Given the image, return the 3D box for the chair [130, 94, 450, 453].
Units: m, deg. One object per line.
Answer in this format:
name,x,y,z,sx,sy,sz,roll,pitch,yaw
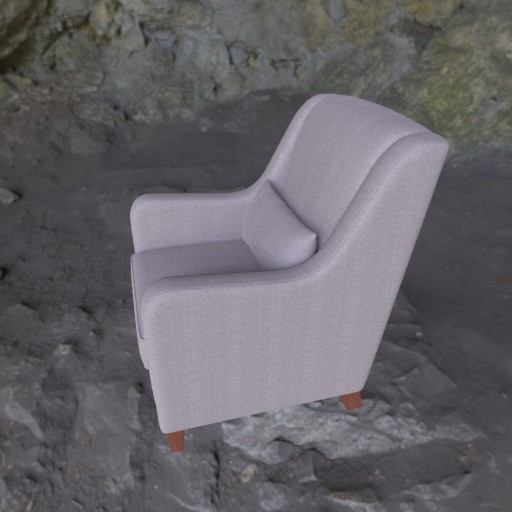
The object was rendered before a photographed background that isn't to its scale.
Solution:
chair,0.000,0.000,1.598,0.890,1.017,0.715,-8,31,-14
